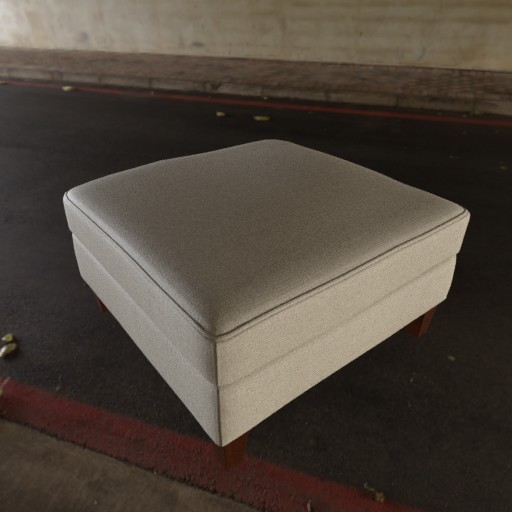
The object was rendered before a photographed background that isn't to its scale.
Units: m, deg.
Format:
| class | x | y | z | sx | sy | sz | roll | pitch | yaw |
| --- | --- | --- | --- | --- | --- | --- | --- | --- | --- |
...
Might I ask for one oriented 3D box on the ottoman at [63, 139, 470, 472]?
| class | x | y | z | sx | sy | sz | roll | pitch | yaw |
| --- | --- | --- | --- | --- | --- | --- | --- | --- | --- |
| ottoman | 0.000 | 0.000 | 1.327 | 0.838 | 0.478 | 0.838 | -22 | 38 | -32 |
